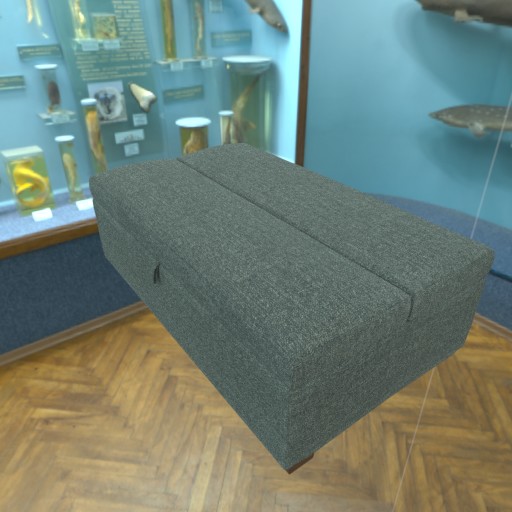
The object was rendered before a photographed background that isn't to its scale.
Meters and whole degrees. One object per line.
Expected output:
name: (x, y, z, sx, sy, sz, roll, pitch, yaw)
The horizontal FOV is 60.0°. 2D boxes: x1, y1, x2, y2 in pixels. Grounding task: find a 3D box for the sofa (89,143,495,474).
sofa: (0.000, 0.000, 1.530, 0.782, 0.417, 1.198, -21, 37, -30)
